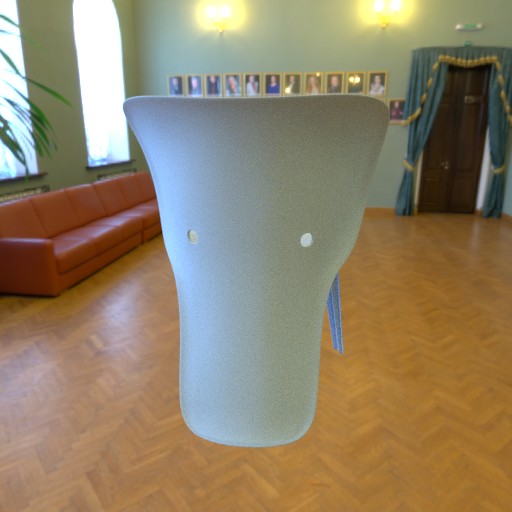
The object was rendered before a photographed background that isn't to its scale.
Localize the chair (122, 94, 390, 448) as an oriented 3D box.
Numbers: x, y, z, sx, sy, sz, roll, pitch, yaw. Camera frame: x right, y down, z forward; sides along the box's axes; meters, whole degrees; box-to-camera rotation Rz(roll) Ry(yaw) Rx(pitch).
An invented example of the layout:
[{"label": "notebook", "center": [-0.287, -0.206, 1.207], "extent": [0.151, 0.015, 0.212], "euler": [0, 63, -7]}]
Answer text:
[{"label": "chair", "center": [0.000, 0.000, 0.843], "extent": [0.451, 0.554, 0.402], "euler": [2, 16, 7]}]
